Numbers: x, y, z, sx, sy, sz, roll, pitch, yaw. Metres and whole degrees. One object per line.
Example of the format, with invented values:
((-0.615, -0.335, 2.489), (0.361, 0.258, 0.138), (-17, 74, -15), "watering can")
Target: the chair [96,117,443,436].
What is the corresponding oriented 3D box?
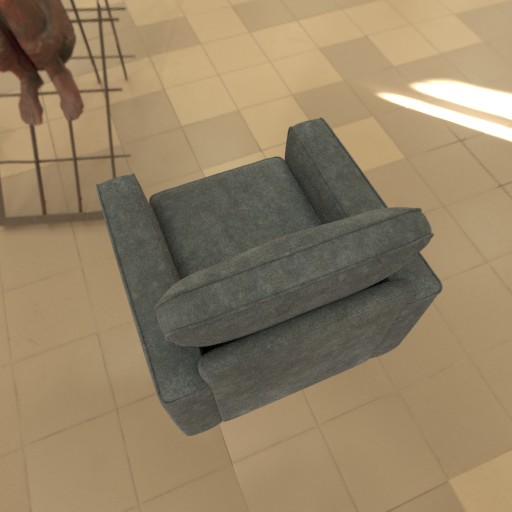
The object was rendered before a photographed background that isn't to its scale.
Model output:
((0.000, 0.000, 1.752), (1.015, 0.965, 0.939), (-20, 61, -12), "chair")
